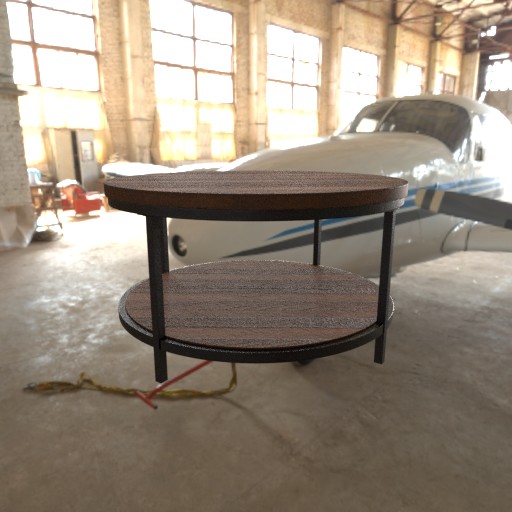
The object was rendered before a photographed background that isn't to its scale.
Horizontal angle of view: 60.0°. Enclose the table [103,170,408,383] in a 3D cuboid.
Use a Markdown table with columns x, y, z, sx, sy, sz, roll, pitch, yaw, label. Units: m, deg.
| x | y | z | sx | sy | sz | roll | pitch | yaw | label |
| --- | --- | --- | --- | --- | --- | --- | --- | --- | --- |
| 0.000 | 0.000 | 1.339 | 0.837 | 0.462 | 0.837 | 0 | 14 | 0 | table |
